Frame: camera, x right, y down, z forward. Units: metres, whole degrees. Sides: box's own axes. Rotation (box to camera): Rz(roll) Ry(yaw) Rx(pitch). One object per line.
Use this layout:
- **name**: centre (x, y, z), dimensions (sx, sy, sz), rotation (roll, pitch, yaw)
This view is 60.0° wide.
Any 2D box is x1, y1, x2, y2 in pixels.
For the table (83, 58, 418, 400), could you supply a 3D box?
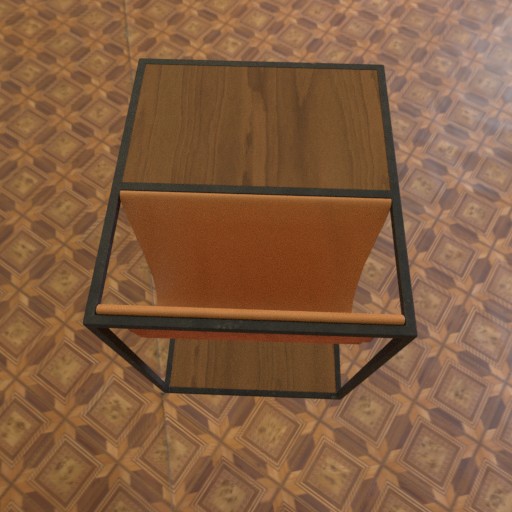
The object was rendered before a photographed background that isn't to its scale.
- **table**: centre (0.000, 0.000, 0.861), dimensions (0.399, 0.536, 0.450), rotation (2, 64, 1)
